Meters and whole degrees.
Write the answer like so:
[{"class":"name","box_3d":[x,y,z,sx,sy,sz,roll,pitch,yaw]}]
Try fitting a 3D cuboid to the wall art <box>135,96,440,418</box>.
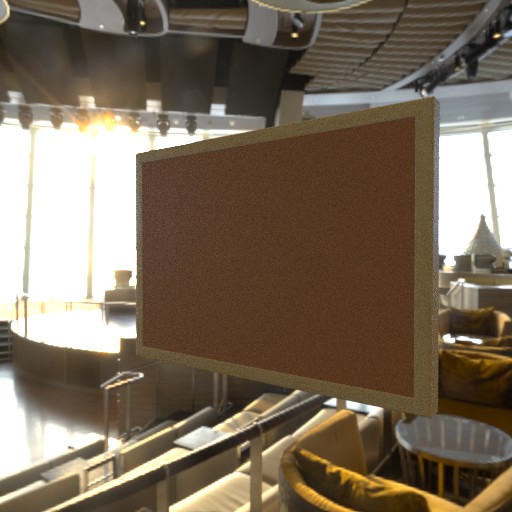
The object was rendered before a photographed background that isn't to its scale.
[{"class":"wall art","box_3d":[0.000,0.000,0.689,0.533,0.381,0.032,1,1,35]}]
